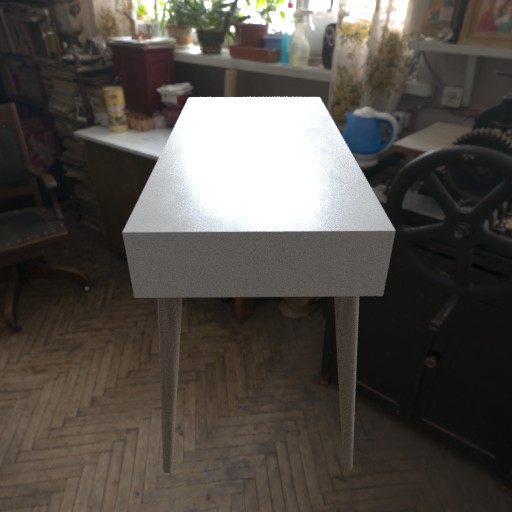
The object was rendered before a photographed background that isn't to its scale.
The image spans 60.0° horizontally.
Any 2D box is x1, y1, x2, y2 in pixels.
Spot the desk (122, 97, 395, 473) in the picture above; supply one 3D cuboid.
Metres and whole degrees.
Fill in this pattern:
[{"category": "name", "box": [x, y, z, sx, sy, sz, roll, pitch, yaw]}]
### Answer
[{"category": "desk", "box": [0.000, 0.000, 1.368, 0.491, 0.723, 0.979, 0, 33, -1]}]
